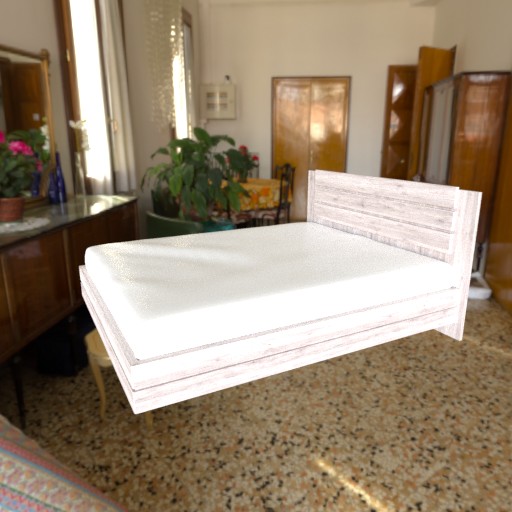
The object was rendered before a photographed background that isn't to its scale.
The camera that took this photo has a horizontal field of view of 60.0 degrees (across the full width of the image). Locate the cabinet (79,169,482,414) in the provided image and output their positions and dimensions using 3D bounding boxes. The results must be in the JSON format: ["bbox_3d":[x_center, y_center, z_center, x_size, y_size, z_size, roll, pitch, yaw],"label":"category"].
[{"bbox_3d":[0.000,0.000,3.003,2.080,0.970,1.750,-8,18,-27],"label":"cabinet"}]
